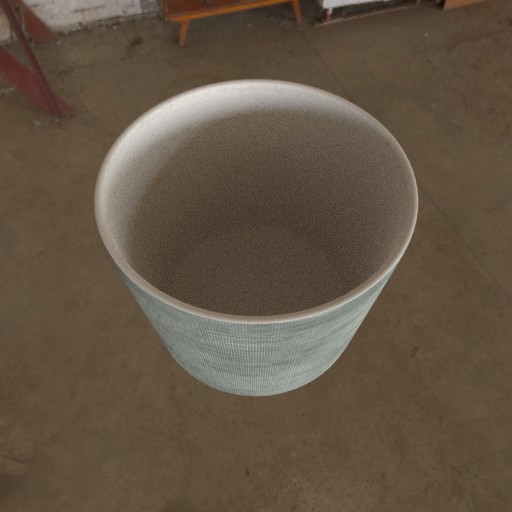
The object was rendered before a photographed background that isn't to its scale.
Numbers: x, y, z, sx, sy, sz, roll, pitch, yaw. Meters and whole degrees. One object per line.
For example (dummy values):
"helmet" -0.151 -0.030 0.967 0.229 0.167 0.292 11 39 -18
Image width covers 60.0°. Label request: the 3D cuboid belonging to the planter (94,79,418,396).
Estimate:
"planter" 0.000 0.000 0.777 0.440 0.398 0.440 0 57 0
